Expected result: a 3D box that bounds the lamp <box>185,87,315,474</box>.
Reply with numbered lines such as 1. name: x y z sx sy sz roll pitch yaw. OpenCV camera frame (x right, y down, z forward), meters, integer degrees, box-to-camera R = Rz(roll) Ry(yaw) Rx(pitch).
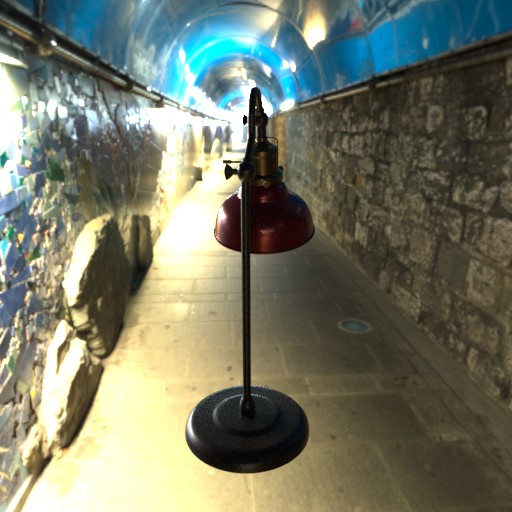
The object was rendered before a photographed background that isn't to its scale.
1. lamp: 0.000 0.000 0.710 0.192 0.508 0.374 2 16 8
